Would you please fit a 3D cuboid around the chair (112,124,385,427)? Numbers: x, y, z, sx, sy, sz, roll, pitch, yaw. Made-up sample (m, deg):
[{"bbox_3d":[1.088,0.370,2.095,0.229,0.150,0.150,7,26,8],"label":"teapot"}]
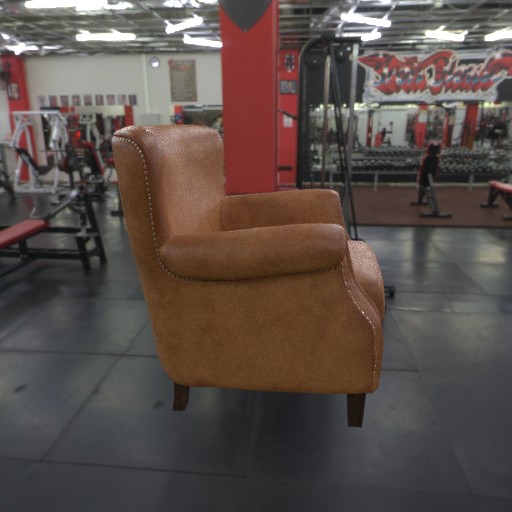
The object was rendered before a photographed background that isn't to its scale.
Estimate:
[{"bbox_3d":[0.000,0.000,1.653,0.921,0.936,0.861,3,17,8],"label":"chair"}]
